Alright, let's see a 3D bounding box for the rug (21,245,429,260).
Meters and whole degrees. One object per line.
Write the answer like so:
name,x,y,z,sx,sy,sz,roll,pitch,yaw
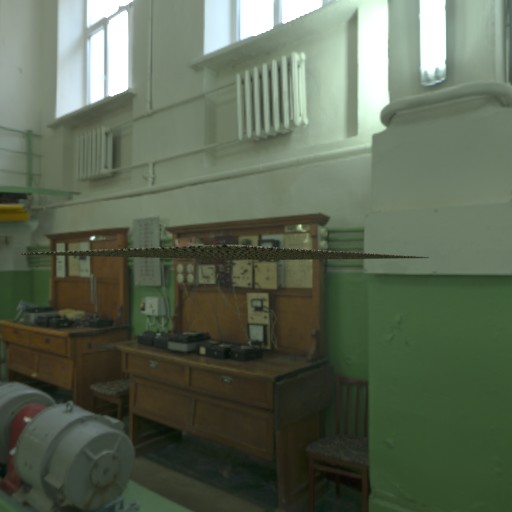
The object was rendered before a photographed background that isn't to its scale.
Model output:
rug,0.000,0.000,2.289,1.219,0.008,1.828,-1,-2,38
